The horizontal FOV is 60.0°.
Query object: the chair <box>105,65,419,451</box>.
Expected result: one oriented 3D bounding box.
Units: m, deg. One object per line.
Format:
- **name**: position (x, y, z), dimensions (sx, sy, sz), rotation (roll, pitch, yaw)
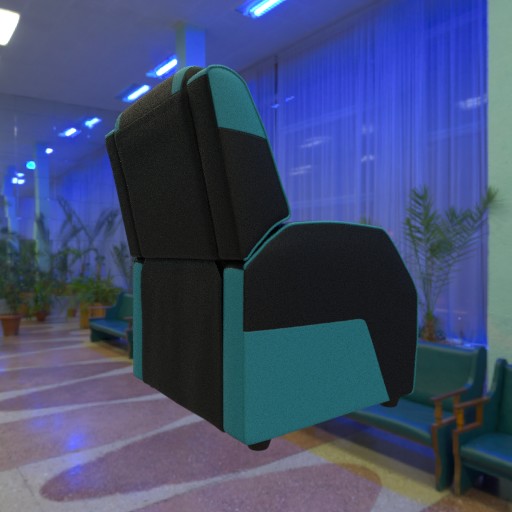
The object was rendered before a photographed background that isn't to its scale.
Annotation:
- **chair**: position (0.000, 0.000, 1.257), dimensions (0.672, 0.805, 0.620), rotation (0, 1, -36)
